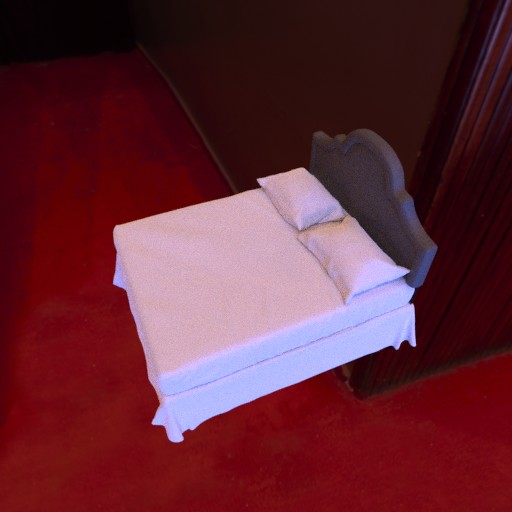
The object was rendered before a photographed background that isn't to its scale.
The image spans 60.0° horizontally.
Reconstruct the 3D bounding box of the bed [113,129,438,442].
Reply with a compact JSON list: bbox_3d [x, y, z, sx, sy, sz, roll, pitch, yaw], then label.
[{"bbox_3d":[0.000,0.000,3.465,2.222,1.634,1.780,-17,49,-16],"label":"bed"}]
